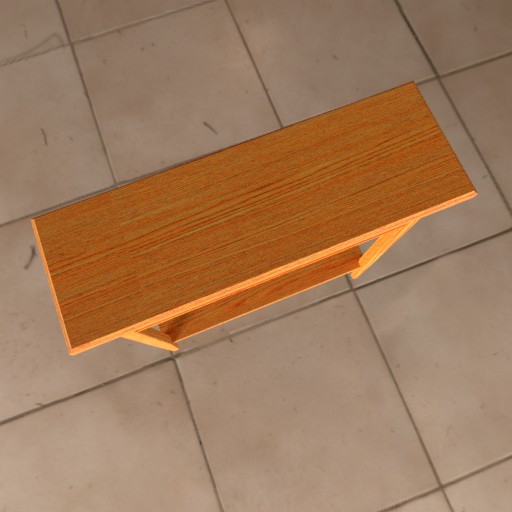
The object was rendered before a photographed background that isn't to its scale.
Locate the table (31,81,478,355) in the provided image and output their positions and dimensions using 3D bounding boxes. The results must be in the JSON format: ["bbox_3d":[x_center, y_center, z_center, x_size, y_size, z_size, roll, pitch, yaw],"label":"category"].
[{"bbox_3d":[0.000,0.000,1.130,0.762,0.711,0.254,-21,76,-5],"label":"table"}]
